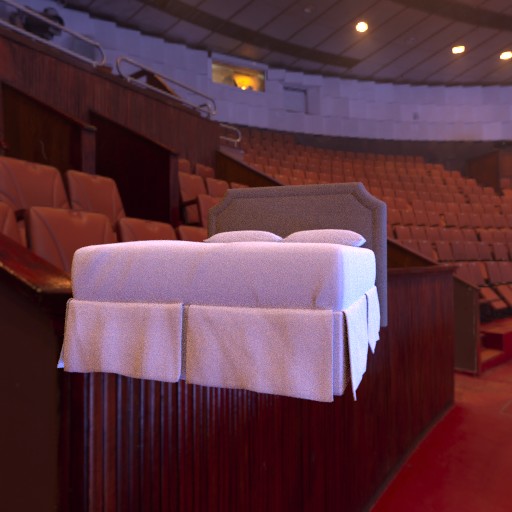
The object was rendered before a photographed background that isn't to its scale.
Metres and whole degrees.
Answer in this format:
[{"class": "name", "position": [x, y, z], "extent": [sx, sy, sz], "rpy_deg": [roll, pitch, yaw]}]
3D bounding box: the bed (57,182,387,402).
[{"class": "bed", "position": [0.000, 0.000, 3.141], "extent": [1.693, 1.290, 2.116], "rpy_deg": [0, 0, 19]}]
